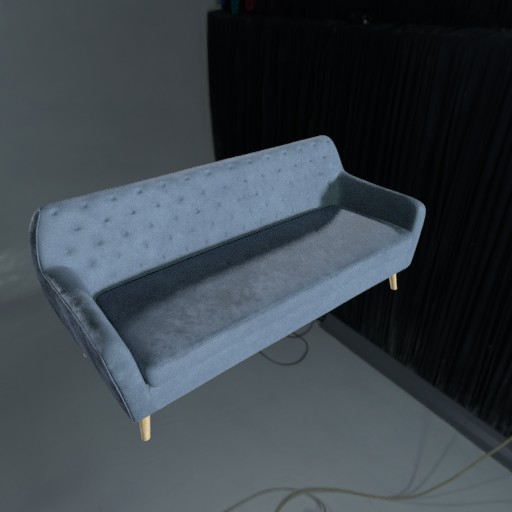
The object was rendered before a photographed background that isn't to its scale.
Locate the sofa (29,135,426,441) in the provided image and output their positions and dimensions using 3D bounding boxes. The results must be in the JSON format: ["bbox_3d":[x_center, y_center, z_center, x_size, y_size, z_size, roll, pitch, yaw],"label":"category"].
[{"bbox_3d":[0.000,0.000,2.352,1.975,0.832,0.841,-23,37,-33],"label":"sofa"}]
